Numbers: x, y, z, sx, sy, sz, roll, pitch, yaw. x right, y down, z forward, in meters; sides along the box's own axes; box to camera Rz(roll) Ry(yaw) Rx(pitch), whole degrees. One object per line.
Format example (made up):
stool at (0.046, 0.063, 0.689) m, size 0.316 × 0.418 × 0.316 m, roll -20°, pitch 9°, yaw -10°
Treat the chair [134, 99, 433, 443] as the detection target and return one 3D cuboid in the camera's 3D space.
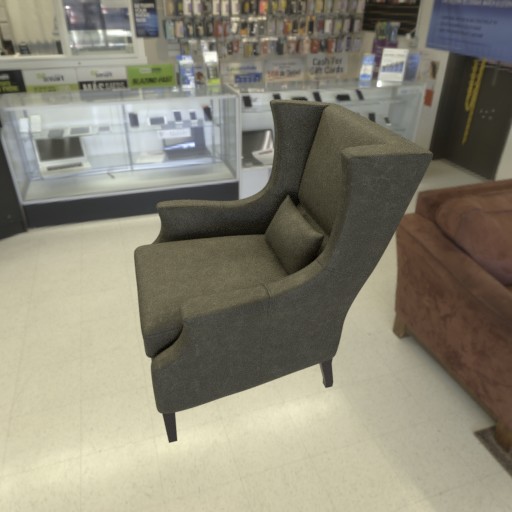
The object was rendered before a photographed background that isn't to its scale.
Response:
chair at (0.000, 0.000, 1.732) m, size 0.926 × 1.016 × 0.853 m, roll -8°, pitch 32°, yaw -14°
